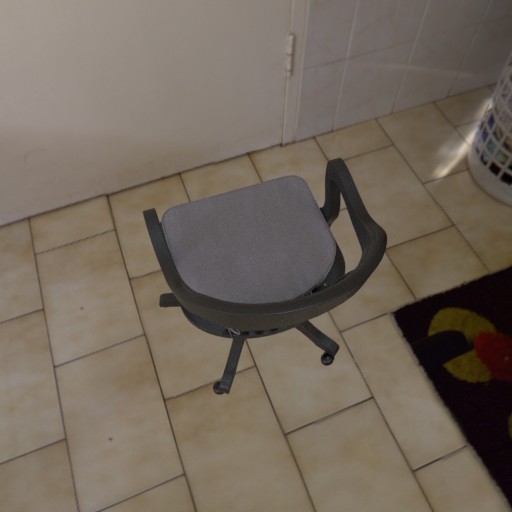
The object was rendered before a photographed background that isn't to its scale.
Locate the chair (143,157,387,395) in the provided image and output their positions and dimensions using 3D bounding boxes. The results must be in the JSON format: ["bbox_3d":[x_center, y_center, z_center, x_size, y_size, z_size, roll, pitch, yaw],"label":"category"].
[{"bbox_3d":[0.000,0.000,1.488,0.750,0.878,0.788,-17,61,-9],"label":"chair"}]
